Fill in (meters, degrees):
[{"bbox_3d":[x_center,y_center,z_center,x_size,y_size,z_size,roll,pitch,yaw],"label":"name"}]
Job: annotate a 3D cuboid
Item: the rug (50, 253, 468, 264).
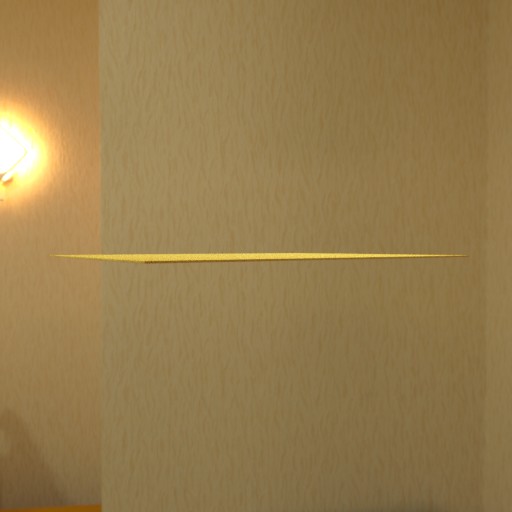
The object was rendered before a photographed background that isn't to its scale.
[{"bbox_3d":[0.000,0.000,4.329,3.242,0.015,2.486,-1,1,-36],"label":"rug"}]
